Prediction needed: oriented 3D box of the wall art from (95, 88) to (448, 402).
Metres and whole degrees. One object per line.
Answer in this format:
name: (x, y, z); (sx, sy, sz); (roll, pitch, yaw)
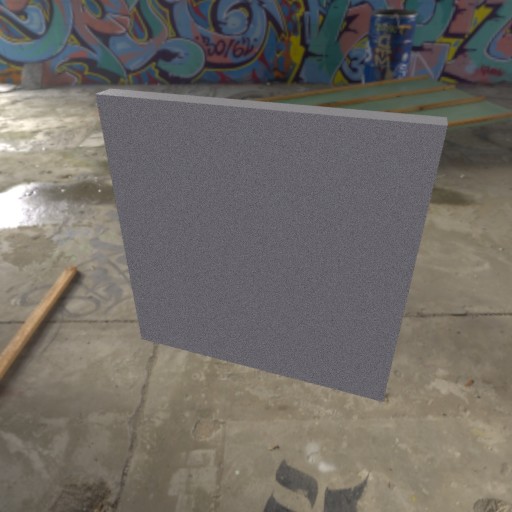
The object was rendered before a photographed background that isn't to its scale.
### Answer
wall art: (0.000, 0.000, 0.533); (0.355, 0.355, 0.027); (11, 34, 16)
